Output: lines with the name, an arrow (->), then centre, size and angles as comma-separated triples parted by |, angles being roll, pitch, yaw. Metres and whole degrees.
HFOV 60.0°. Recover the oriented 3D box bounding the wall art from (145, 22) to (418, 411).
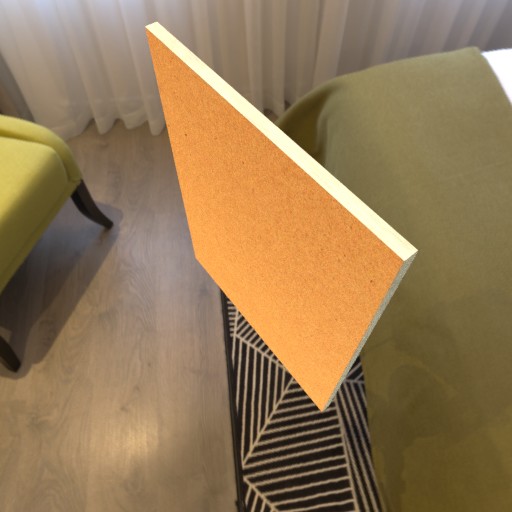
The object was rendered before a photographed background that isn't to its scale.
wall art -> 0.000, 0.000, 0.779 | 0.020, 0.613, 0.481 | -33, 64, -19
